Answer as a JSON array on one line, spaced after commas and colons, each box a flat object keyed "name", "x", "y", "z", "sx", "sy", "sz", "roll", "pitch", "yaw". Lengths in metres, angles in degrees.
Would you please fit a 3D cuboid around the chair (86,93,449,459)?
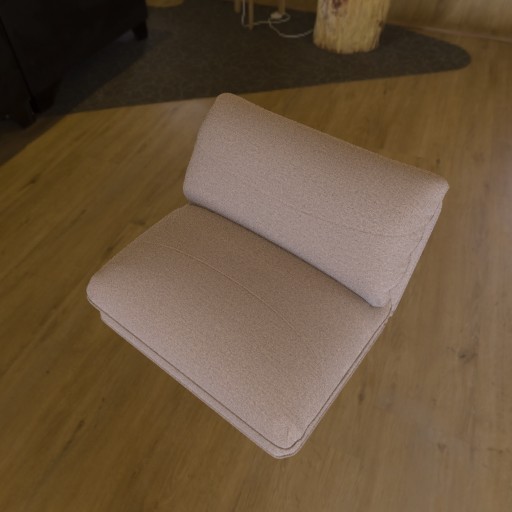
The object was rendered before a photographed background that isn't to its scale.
[{"name": "chair", "x": 0.000, "y": 0.000, "z": 1.359, "sx": 0.820, "sy": 0.580, "sz": 0.780, "roll": 30, "pitch": 54, "yaw": 25}]
